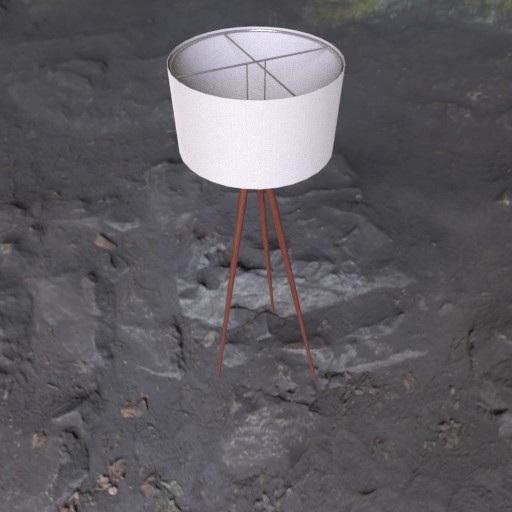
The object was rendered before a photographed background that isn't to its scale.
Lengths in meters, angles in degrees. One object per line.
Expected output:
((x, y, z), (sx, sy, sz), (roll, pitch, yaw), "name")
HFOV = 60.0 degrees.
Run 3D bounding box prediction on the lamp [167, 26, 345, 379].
((0.000, 0.000, 1.768), (0.483, 1.553, 0.483), (-19, 49, -17), "lamp")
